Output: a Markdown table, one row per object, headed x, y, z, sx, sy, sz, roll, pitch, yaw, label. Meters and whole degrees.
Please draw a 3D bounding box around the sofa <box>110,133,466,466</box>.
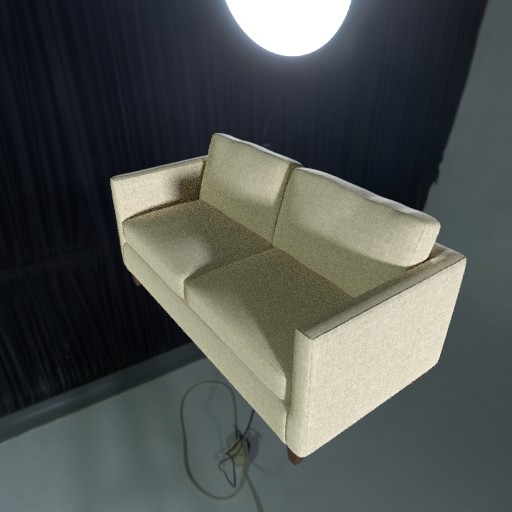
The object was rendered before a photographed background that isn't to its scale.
| x | y | z | sx | sy | sz | roll | pitch | yaw | label |
| --- | --- | --- | --- | --- | --- | --- | --- | --- | --- |
| 0.000 | 0.000 | 2.467 | 0.950 | 0.963 | 1.884 | -21 | 37 | -30 | sofa |
